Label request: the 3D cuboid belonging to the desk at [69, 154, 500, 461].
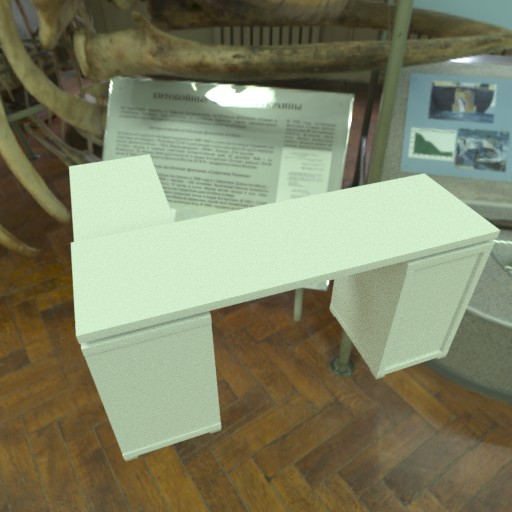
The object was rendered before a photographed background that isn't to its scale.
[{"bbox_3d":[0.000,0.000,2.142,1.524,0.753,1.200,-13,41,-15],"label":"desk"}]
